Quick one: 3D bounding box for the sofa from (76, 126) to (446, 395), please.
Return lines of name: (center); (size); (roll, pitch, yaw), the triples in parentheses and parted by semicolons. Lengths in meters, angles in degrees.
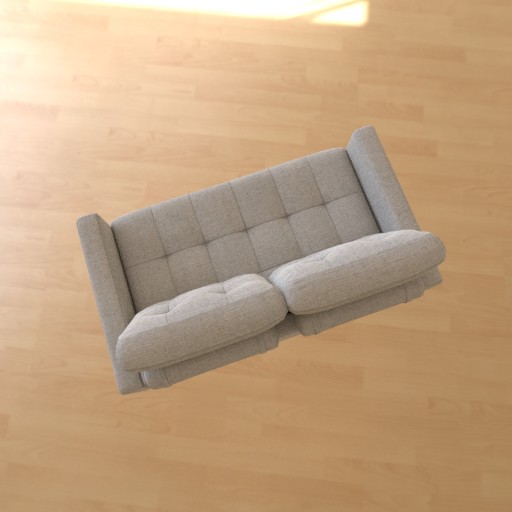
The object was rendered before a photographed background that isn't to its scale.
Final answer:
sofa: (0.000, 0.000, 1.999); (1.407, 0.907, 0.842); (-19, 77, -5)
